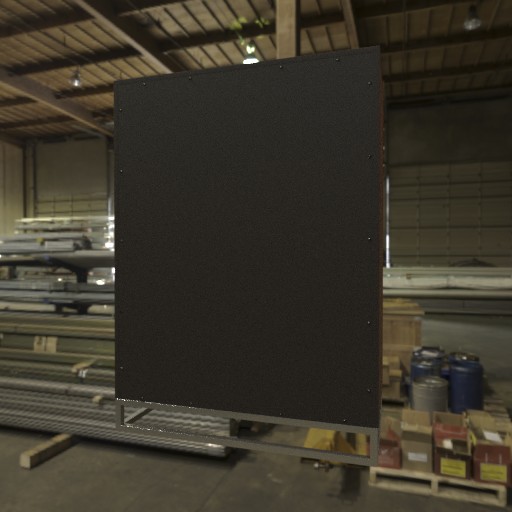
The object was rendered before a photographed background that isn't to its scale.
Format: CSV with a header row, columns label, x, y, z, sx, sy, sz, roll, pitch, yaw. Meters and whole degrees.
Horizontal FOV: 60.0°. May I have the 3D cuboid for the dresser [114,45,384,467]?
label,x,y,z,sx,sy,sz,roll,pitch,yaw
dresser,0.000,0.000,1.771,0.965,1.321,0.508,0,1,17
